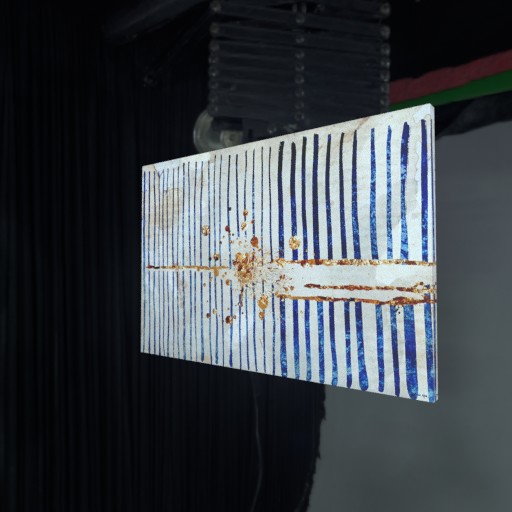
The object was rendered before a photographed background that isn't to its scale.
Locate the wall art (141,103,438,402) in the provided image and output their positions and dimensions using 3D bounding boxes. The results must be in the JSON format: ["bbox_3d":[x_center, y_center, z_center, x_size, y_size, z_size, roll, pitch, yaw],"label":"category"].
[{"bbox_3d":[0.000,0.000,1.189,0.919,0.609,0.030,-1,-2,37],"label":"wall art"}]
